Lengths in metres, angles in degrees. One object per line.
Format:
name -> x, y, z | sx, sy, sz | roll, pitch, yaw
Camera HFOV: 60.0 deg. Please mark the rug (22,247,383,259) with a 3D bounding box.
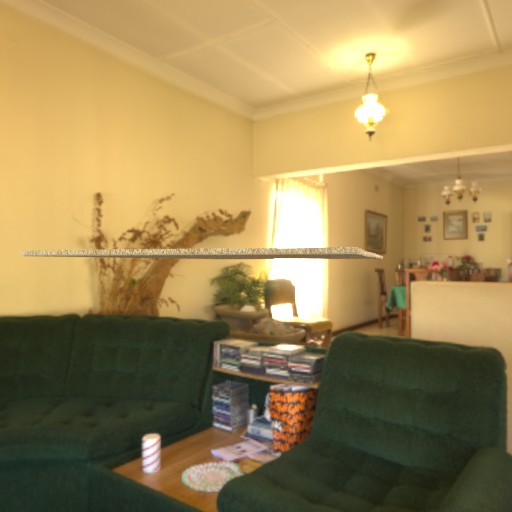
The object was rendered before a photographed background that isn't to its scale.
rug -> 0.000, 0.000, 2.879 | 1.500, 0.025, 2.349 | 0, -1, 18
